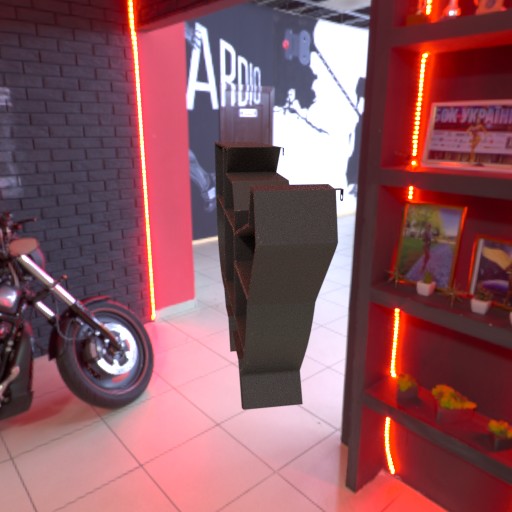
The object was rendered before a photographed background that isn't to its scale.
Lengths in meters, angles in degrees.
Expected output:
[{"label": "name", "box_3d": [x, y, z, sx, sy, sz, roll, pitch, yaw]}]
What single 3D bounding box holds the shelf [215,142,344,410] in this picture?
[{"label": "shelf", "box_3d": [0.000, 0.000, 0.916, 0.112, 0.439, 0.729, -2, 16, -8]}]
